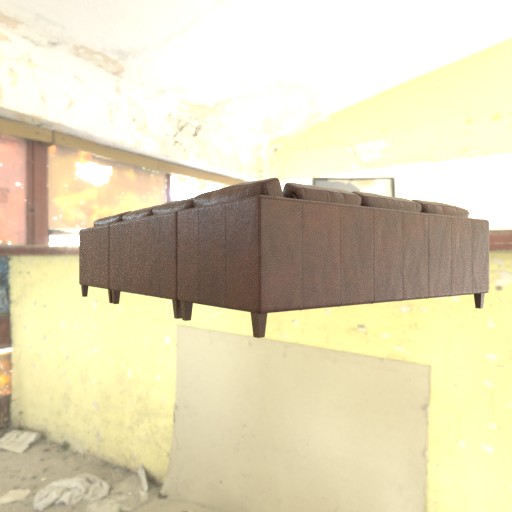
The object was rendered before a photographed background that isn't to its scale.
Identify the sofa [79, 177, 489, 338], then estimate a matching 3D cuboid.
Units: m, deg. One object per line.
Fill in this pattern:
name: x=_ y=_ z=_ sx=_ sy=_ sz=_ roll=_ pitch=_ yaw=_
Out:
sofa: x=0.000 y=0.000 z=4.335 sx=2.452 sy=0.891 sz=3.324 roll=0 pitch=-1 yaw=-37
